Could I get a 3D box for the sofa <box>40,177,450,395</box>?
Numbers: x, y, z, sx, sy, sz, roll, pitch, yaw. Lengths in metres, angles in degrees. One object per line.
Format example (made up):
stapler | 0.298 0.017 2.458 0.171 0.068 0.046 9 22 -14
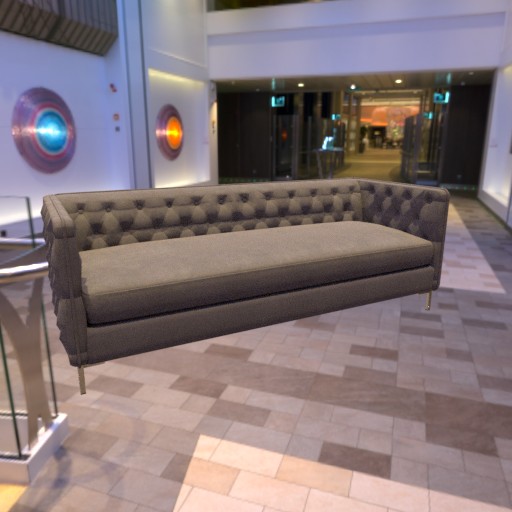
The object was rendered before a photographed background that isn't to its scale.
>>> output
sofa | 0.000 0.000 2.607 2.209 0.771 0.895 -8 17 -26
